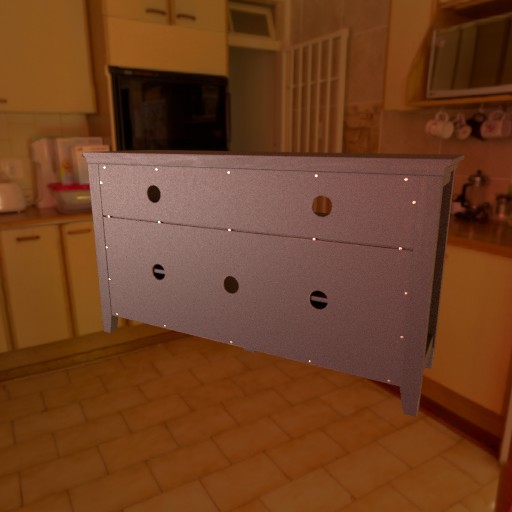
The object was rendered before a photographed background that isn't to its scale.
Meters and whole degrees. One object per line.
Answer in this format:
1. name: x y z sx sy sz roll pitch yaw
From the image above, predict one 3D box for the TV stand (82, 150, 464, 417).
1. TV stand: 0.000 0.000 1.508 1.198 0.681 0.347 8 17 27
